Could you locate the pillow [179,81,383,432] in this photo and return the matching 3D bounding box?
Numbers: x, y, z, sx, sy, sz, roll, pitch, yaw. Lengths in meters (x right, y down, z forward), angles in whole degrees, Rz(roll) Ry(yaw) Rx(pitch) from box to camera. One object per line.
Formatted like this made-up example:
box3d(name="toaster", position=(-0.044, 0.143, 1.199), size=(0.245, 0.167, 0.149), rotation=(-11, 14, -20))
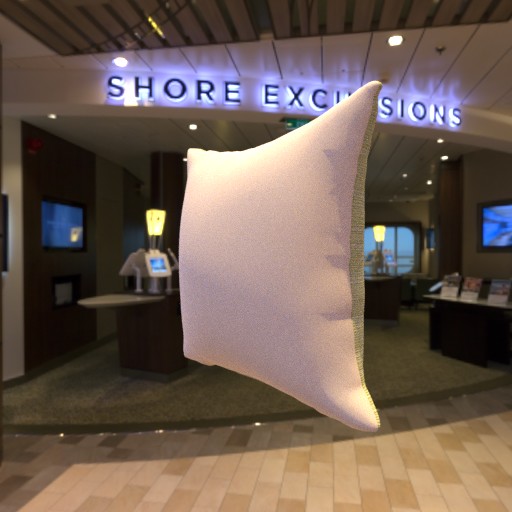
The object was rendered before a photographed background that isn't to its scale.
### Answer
box3d(name="pillow", position=(0.000, 0.000, 0.820), size=(0.229, 0.487, 0.560), rotation=(-1, 1, -37))
